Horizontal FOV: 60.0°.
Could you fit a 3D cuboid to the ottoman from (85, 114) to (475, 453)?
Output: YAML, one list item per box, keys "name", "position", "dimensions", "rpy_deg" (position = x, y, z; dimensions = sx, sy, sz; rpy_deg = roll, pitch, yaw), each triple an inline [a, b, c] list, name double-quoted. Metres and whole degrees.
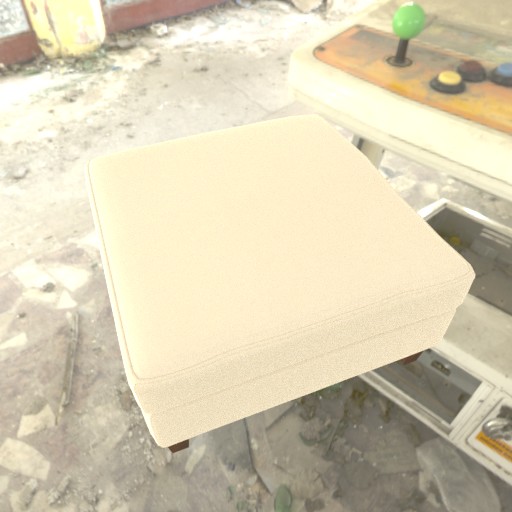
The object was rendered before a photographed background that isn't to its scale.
- name: "ottoman"
  position: [0.000, 0.000, 1.336]
  dimensions: [0.838, 0.479, 0.838]
  rpy_deg: [-16, 48, -15]
